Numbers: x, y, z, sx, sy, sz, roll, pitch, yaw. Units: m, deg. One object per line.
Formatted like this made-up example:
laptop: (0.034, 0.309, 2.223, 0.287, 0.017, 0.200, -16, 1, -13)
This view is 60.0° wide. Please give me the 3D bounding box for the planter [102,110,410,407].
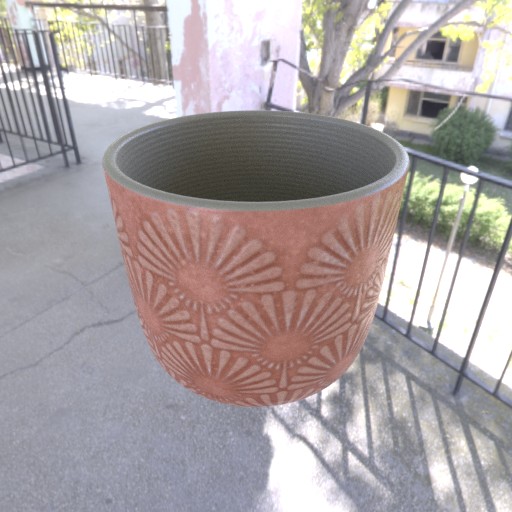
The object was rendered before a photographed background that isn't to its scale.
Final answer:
planter: (0.000, 0.000, 0.213, 0.124, 0.109, 0.124, 0, 31, 0)
